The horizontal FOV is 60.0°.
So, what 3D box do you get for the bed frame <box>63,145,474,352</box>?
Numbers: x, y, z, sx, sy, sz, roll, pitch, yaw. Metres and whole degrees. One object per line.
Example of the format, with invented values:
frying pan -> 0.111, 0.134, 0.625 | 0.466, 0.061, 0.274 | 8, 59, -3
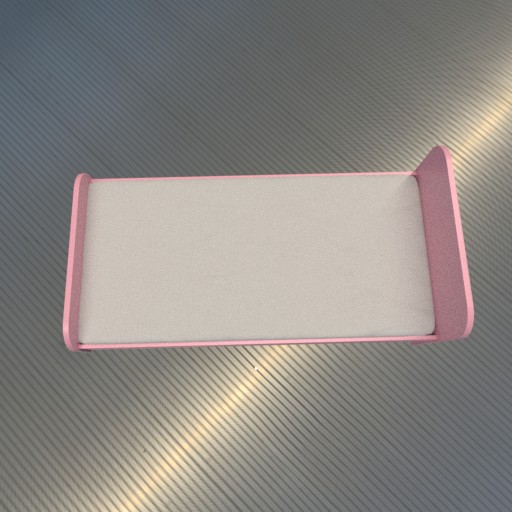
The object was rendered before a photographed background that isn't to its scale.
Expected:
bed frame -> 0.000, 0.000, 2.490 | 1.963, 0.805, 0.998 | -1, 76, 0
